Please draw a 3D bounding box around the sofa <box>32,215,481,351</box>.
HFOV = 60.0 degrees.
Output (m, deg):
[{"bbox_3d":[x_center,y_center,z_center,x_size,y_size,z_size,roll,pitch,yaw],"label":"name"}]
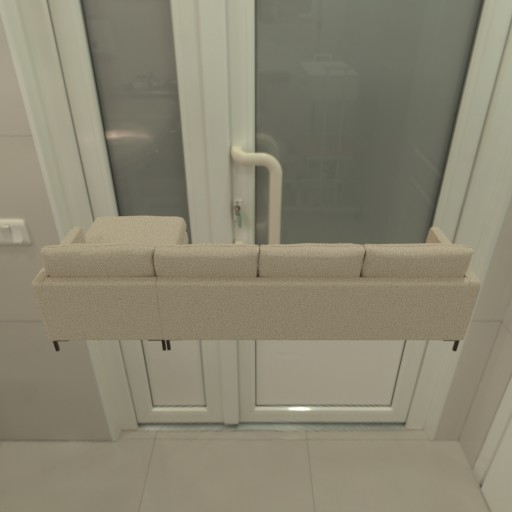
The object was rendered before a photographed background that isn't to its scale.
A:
[{"bbox_3d":[0.000,0.000,3.245,2.731,0.755,1.258,0,31,0],"label":"sofa"}]
